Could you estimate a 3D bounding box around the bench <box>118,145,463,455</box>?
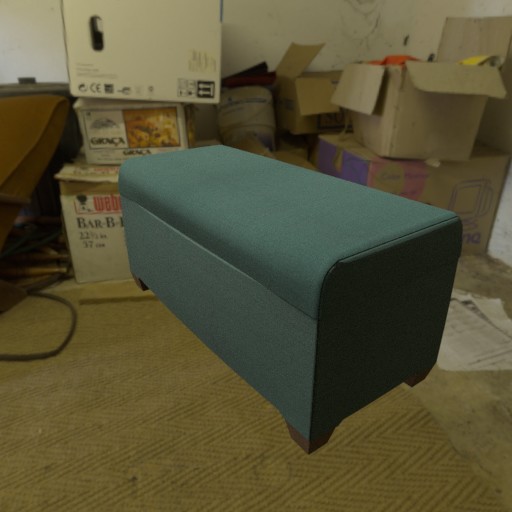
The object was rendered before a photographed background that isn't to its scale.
[{"bbox_3d":[0.000,0.000,1.294,0.476,0.474,0.995,-17,30,-32],"label":"bench"}]
